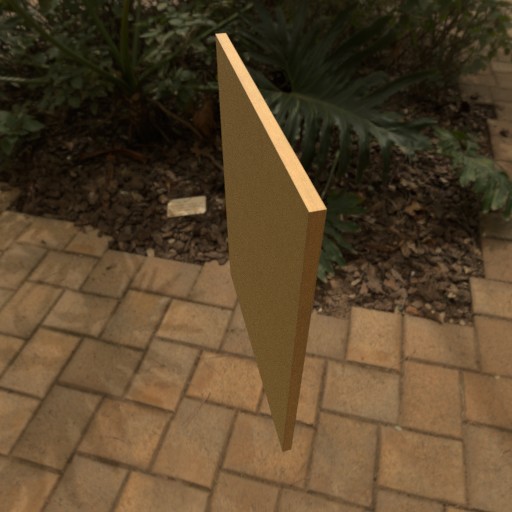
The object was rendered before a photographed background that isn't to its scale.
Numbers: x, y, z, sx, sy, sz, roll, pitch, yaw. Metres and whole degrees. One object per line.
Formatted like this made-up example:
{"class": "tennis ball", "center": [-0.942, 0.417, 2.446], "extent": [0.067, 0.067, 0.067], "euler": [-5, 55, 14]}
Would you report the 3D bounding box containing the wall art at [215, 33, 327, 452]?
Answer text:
{"class": "wall art", "center": [0.000, 0.000, 1.337], "extent": [0.030, 1.002, 0.798], "euler": [-10, 47, -10]}
